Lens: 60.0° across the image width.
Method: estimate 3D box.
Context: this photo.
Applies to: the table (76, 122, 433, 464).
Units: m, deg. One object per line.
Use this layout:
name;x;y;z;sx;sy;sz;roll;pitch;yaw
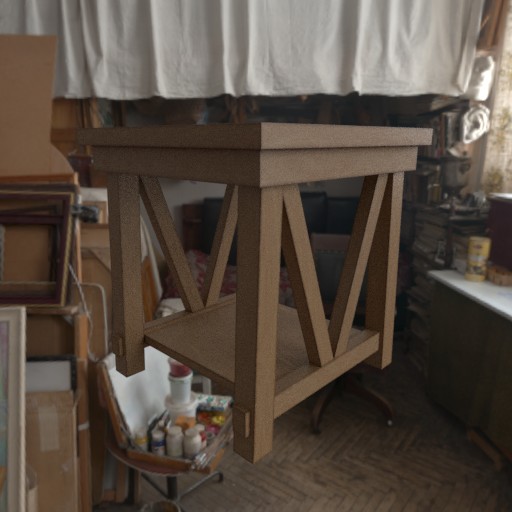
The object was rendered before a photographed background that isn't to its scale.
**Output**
table;0.000;0.000;1.153;0.610;0.638;0.612;14;20;42
